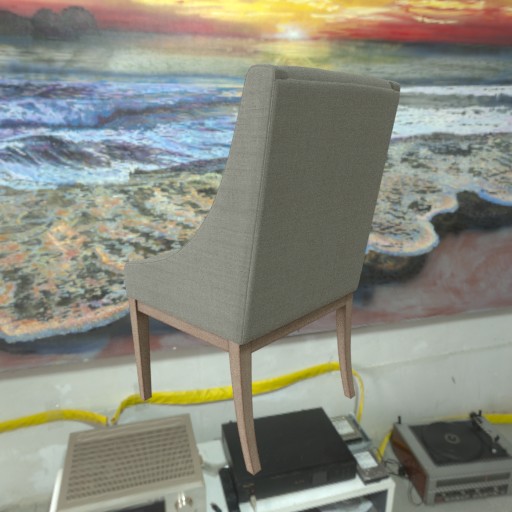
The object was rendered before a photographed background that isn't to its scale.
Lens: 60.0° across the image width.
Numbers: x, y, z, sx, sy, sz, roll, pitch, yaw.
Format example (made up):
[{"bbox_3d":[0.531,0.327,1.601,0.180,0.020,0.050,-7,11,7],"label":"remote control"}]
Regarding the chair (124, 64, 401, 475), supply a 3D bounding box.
[{"bbox_3d":[0.000,0.000,1.373,0.611,1.021,0.575,16,23,42],"label":"chair"}]
